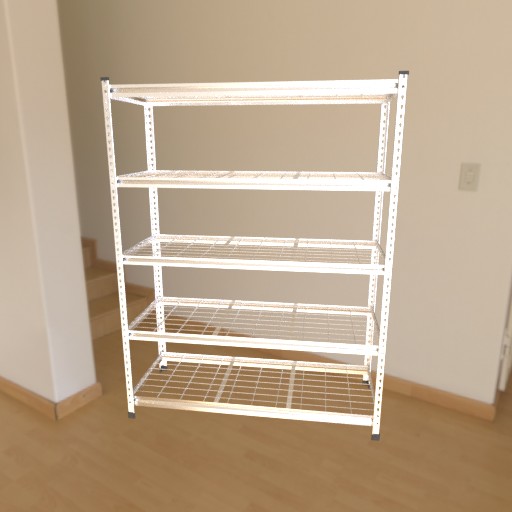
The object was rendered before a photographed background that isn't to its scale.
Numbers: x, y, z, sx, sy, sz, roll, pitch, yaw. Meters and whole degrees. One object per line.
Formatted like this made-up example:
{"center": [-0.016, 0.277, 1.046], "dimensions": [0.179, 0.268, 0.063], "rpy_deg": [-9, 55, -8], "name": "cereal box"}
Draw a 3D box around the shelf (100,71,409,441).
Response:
{"center": [0.000, 0.000, 2.693], "dimensions": [1.524, 1.981, 0.610], "rpy_deg": [2, 15, 8], "name": "shelf"}
